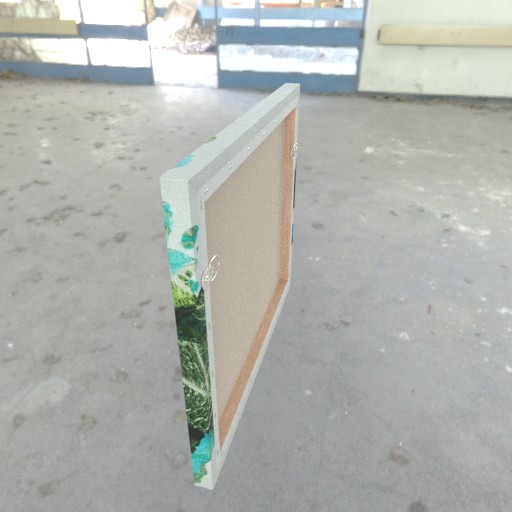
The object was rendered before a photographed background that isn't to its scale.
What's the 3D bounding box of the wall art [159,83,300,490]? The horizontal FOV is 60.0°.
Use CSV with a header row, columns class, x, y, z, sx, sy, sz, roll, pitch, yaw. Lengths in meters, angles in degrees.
class,x,y,z,sx,sy,sz,roll,pitch,yaw
wall art,0.000,0.000,0.975,0.043,0.610,0.711,8,31,13
